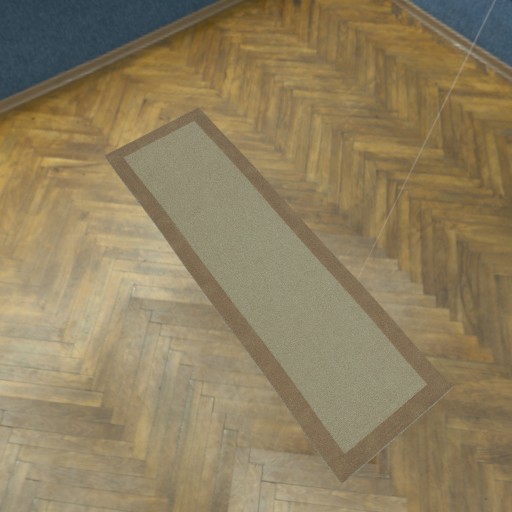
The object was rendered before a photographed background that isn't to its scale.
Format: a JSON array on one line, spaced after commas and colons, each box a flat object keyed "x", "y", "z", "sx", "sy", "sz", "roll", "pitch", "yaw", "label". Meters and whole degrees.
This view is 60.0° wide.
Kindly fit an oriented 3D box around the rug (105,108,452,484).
[{"x": 0.000, "y": 0.000, "z": 2.634, "sx": 0.767, "sy": 0.012, "sz": 2.430, "roll": -33, "pitch": 67, "yaw": -16, "label": "rug"}]
